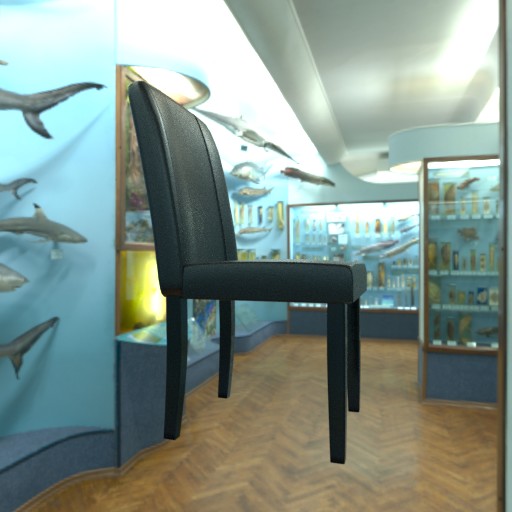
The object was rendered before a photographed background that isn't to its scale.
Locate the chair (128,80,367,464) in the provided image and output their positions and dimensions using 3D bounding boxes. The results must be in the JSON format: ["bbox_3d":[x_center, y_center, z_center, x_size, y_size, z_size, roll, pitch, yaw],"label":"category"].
[{"bbox_3d":[0.000,0.000,1.202,0.556,0.897,0.399,0,0,18],"label":"chair"}]
